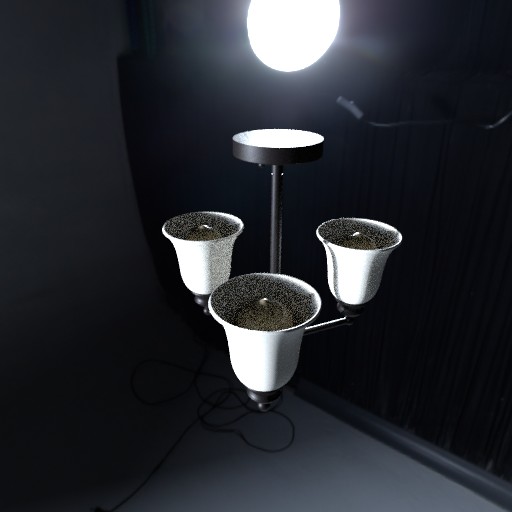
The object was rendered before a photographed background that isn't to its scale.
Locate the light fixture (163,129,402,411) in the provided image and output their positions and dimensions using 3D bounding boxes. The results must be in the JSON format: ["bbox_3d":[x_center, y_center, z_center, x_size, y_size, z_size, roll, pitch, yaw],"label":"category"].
[{"bbox_3d":[0.000,0.000,0.688,0.354,0.370,0.388,18,31,33],"label":"light fixture"}]
